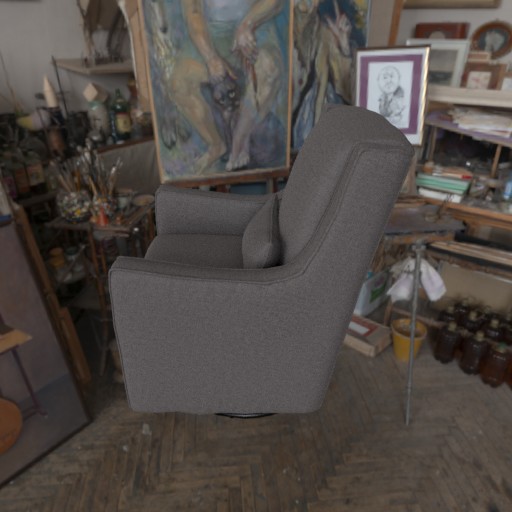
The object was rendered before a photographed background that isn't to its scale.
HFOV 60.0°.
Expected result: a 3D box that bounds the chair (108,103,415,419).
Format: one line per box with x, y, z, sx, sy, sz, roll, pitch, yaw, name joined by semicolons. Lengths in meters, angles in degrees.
0.000;0.000;1.604;0.879;0.993;0.732;0;28;0;chair
